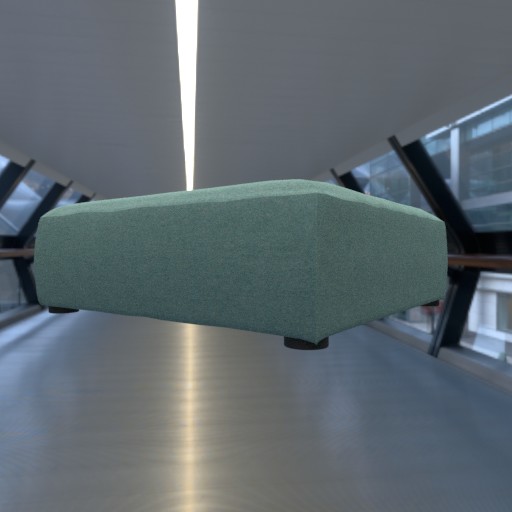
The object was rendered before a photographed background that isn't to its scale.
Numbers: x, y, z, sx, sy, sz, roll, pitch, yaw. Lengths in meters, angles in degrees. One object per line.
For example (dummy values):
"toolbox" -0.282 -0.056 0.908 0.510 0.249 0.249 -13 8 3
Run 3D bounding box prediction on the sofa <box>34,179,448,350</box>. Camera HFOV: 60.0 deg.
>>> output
"sofa" 0.000 0.000 1.399 0.930 0.330 0.930 0 0 36
